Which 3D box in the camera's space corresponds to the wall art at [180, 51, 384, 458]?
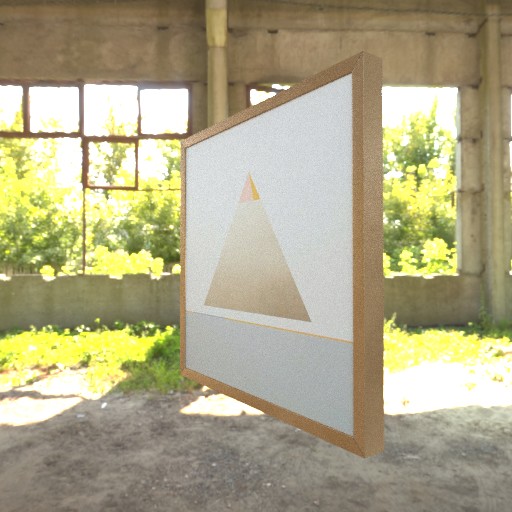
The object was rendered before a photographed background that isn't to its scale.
[{"bbox_3d":[0.000,0.000,0.773,0.038,0.511,0.513,1,-1,-36],"label":"wall art"}]
